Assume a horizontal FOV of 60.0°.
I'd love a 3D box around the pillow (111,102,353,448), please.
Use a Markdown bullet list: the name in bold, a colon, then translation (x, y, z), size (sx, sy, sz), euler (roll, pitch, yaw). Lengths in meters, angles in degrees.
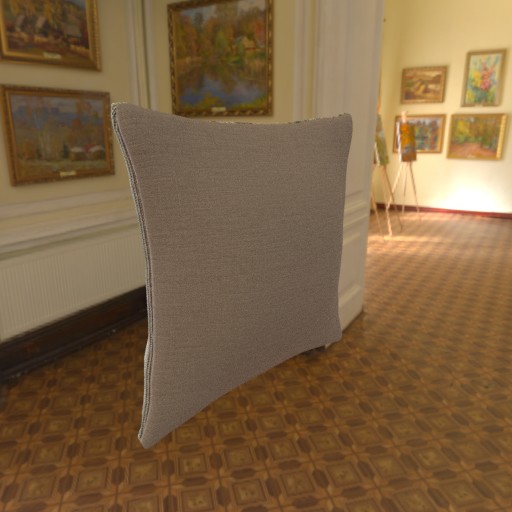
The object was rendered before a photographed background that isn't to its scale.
- **pillow**: translation (0.000, 0.000, 0.657), size (0.189, 0.416, 0.435), euler (15, 22, 42)
